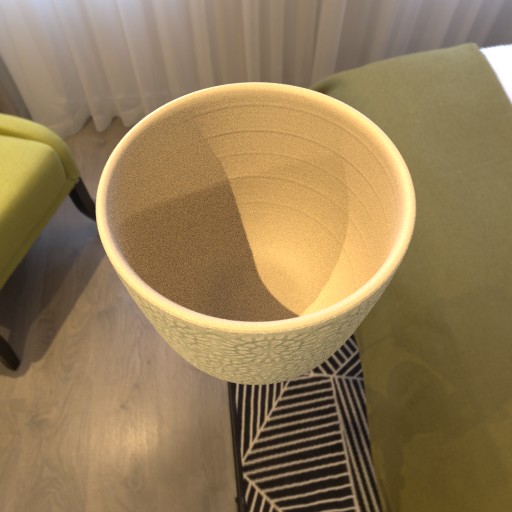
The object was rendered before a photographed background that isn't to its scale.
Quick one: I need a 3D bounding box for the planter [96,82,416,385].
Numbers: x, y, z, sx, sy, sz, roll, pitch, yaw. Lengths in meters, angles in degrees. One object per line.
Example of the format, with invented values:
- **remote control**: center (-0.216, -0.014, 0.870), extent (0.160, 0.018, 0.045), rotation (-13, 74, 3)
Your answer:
- **planter**: center (0.000, 0.000, 0.219), extent (0.124, 0.109, 0.124), rotation (0, 58, 0)
